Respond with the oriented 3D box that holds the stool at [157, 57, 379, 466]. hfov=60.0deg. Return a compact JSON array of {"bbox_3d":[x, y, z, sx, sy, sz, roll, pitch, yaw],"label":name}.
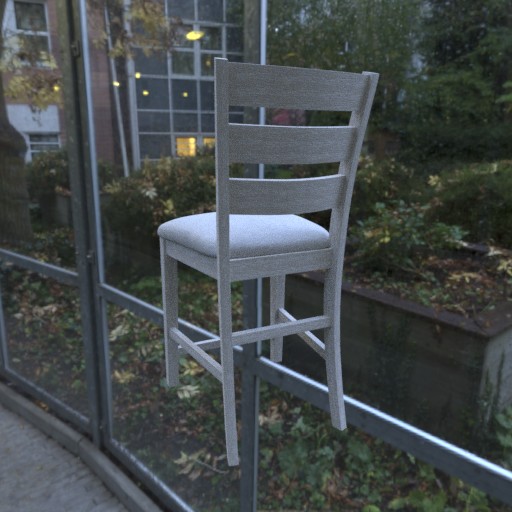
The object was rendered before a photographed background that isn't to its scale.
[{"bbox_3d":[0.000,0.000,1.368,0.484,1.032,0.569,-7,15,-25],"label":"stool"}]
